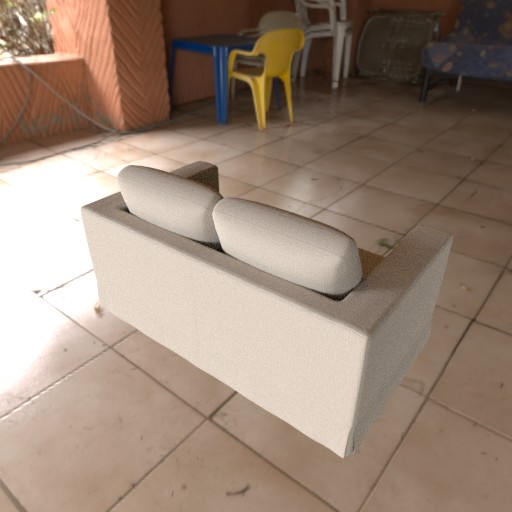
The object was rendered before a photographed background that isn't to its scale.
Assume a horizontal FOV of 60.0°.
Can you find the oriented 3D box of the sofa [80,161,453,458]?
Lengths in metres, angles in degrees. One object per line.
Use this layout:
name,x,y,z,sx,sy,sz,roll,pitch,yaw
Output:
sofa,0.000,0.000,2.489,1.813,0.932,1.009,22,38,31
